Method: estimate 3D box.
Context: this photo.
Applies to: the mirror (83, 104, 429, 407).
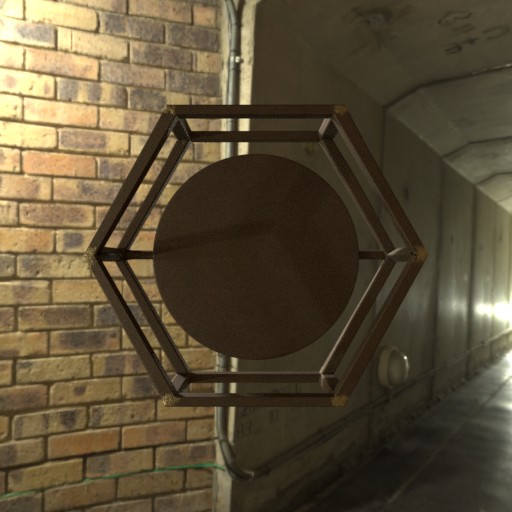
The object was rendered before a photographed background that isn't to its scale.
[{"bbox_3d":[0.000,0.000,0.547,0.380,0.334,0.119,0,-1,0],"label":"mirror"}]
